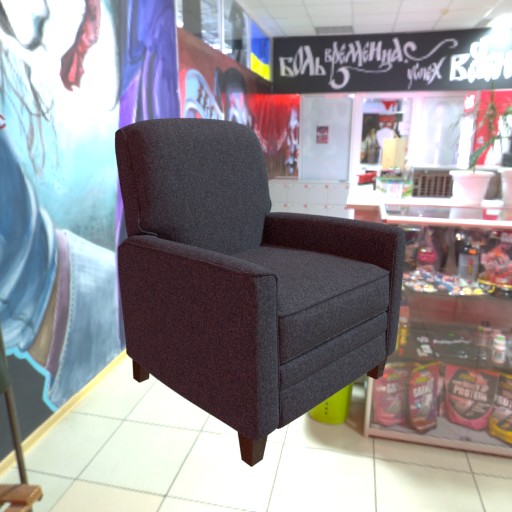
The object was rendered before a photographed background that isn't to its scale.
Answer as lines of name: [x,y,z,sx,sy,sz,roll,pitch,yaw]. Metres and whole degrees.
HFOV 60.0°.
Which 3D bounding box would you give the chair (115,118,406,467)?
chair: [0.000,0.000,1.679,0.839,1.016,0.850,-14,21,-42]
